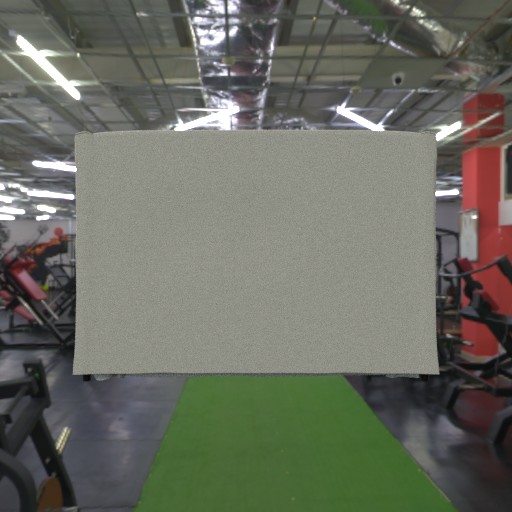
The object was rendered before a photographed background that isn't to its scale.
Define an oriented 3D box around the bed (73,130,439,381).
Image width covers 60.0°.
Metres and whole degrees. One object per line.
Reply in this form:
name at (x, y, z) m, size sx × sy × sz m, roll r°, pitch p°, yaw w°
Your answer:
bed at (0.000, 0.000, 3.436) m, size 1.925 × 1.332 × 2.276 m, roll 0°, pitch 0°, yaw 0°
